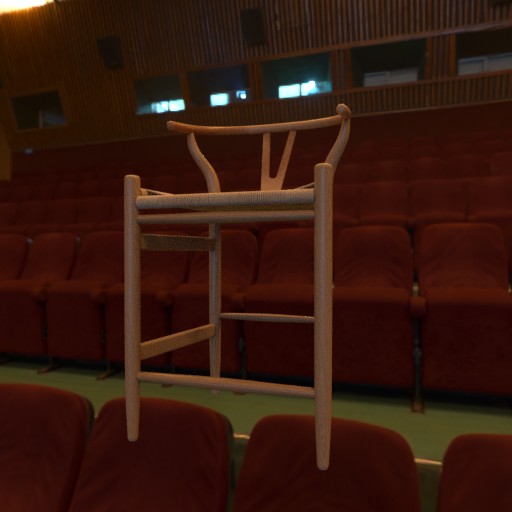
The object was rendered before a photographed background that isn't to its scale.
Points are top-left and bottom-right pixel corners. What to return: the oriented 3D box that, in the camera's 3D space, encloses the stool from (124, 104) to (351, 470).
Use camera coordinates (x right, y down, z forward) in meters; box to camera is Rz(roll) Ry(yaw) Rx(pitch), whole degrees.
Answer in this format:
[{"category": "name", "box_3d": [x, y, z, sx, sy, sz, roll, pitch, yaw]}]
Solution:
[{"category": "stool", "box_3d": [0.000, 0.000, 1.296, 0.536, 0.923, 0.575, 0, 1, 18]}]
